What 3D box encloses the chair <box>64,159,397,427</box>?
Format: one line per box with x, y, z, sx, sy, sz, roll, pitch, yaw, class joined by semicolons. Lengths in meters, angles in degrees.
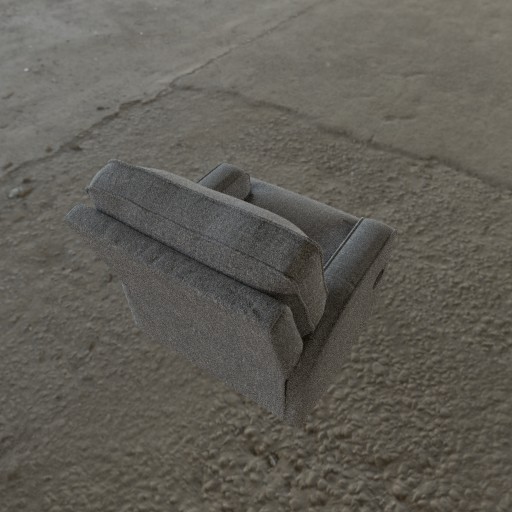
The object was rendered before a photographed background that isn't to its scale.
0.000;0.000;1.700;0.861;0.962;0.964;25;50;23;chair
